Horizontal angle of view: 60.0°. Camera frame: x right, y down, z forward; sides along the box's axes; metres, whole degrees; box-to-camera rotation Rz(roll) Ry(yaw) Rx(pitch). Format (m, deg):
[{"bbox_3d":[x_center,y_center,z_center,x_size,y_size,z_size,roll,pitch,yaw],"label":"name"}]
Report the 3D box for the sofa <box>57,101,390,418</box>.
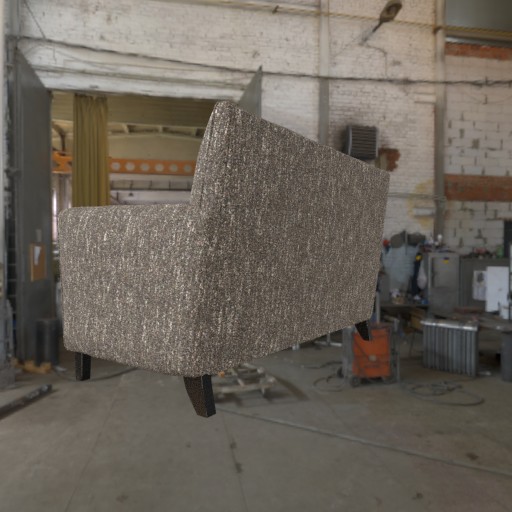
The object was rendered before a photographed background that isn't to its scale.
[{"bbox_3d":[0.000,0.000,2.063,0.801,0.946,1.519,1,1,35],"label":"sofa"}]
